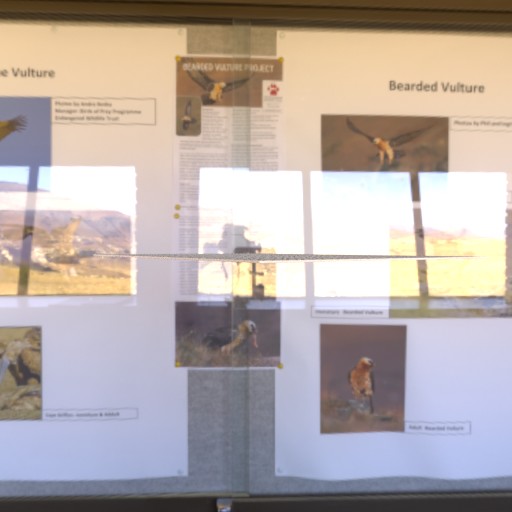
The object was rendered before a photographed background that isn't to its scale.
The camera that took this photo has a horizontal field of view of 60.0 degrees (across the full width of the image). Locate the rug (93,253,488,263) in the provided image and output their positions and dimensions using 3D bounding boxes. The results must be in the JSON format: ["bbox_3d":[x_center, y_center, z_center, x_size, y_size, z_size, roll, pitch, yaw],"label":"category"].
[{"bbox_3d":[0.000,0.000,2.357,1.220,0.007,1.828,-1,1,-34],"label":"rug"}]
